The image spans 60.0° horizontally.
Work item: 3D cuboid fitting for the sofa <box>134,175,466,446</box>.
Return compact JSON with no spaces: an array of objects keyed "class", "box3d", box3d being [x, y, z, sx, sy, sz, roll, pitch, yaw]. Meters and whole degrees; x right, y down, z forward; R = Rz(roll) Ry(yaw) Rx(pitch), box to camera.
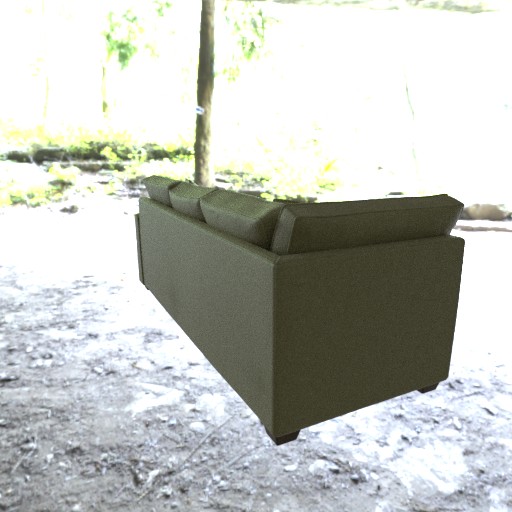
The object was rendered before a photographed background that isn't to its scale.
[{"class":"sofa","box3d":[0.000,0.000,2.836,1.053,0.948,2.323,-7,16,-26]}]
